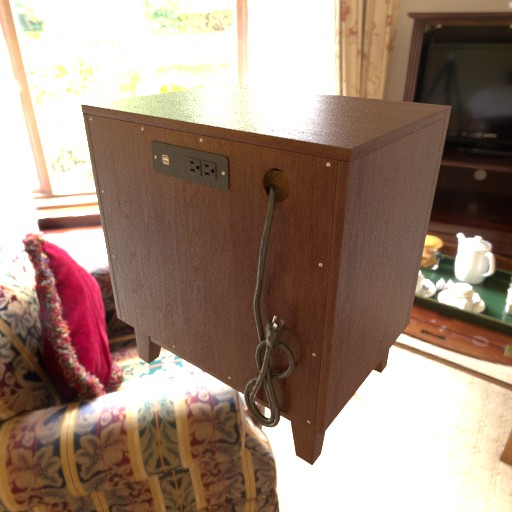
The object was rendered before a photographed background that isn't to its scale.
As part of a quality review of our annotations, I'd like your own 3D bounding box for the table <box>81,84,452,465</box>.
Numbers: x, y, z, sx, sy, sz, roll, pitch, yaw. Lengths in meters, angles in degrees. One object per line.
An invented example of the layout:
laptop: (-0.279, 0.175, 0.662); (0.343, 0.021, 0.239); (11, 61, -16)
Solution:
table: (0.000, 0.000, 0.943); (0.557, 0.609, 0.449); (20, 33, 33)
